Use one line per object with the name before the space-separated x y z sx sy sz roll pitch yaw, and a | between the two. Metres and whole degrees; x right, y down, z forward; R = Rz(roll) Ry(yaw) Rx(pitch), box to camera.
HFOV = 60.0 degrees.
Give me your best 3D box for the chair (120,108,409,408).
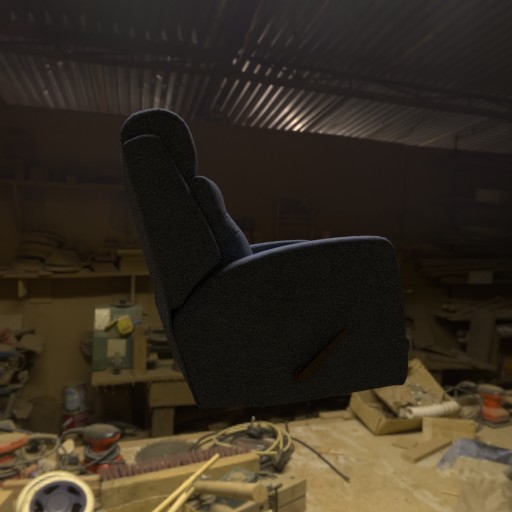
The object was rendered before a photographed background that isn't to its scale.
chair | 0.000 0.000 1.787 1.043 1.013 0.798 0 1 -17
